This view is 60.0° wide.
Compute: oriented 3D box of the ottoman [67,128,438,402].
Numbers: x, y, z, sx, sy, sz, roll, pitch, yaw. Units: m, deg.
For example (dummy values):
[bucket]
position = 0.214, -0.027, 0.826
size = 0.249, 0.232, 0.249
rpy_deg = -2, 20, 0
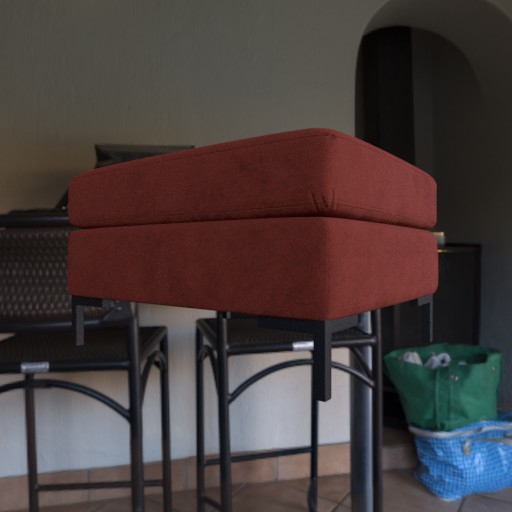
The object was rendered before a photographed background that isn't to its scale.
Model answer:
[ottoman]
position = 0.000, 0.000, 1.169
size = 0.782, 0.462, 0.650
rpy_deg = 0, 0, 37
